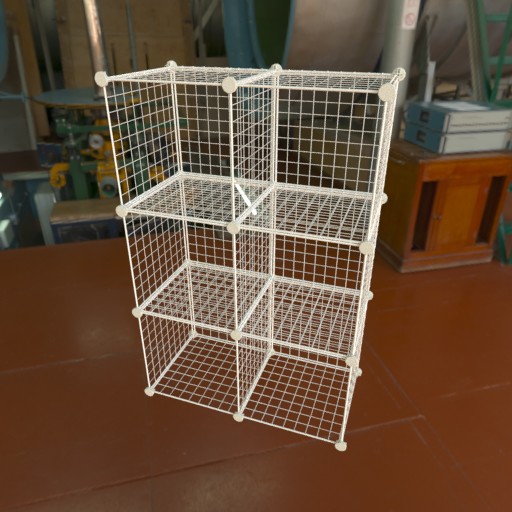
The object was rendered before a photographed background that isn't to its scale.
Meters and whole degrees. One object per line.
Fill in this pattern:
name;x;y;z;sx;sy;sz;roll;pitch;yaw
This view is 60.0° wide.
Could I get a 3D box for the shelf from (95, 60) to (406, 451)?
shelf;0.000;0.000;1.370;0.711;1.067;0.356;9;29;17
